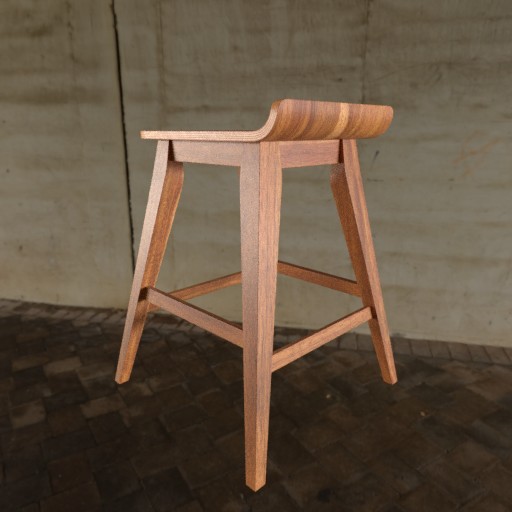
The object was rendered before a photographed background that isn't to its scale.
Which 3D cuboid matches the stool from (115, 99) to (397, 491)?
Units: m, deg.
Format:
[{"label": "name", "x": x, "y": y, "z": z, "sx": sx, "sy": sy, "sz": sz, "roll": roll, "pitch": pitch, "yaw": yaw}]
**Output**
[{"label": "stool", "x": 0.000, "y": 0.000, "z": 1.021, "sx": 0.500, "sy": 0.650, "sz": 0.500, "roll": -15, "pitch": 22, "yaw": -43}]
